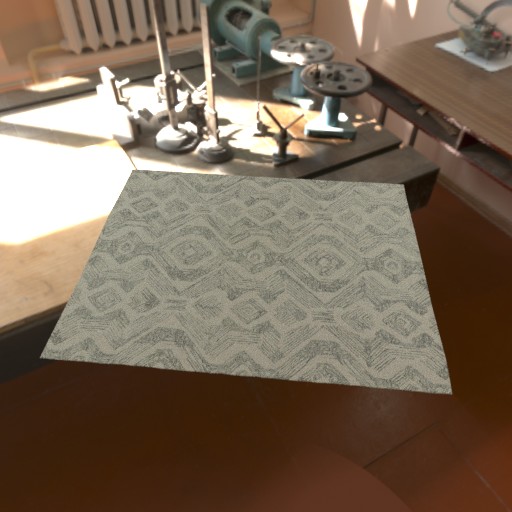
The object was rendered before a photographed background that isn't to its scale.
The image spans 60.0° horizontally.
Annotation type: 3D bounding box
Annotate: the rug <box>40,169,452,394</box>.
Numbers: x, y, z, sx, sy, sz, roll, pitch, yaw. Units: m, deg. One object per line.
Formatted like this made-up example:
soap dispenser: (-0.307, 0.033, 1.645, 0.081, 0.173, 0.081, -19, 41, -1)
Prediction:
rug: (0.000, 0.000, 4.075, 3.054, 0.030, 2.430, 4, 47, 4)
